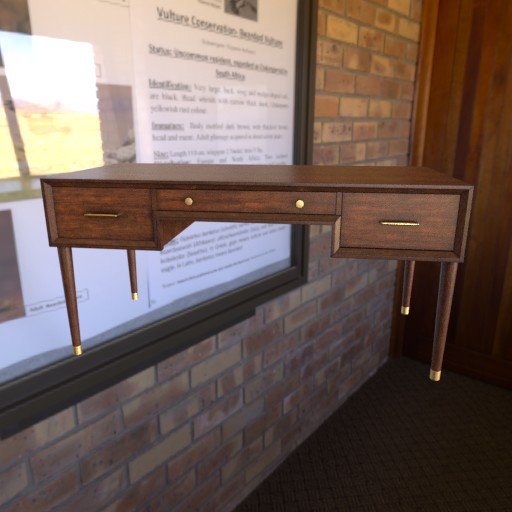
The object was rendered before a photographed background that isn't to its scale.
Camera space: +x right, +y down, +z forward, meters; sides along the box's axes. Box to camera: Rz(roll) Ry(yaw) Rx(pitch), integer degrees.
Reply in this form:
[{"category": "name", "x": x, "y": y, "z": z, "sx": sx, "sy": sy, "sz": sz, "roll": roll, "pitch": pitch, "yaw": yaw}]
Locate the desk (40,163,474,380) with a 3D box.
[{"category": "desk", "x": 0.000, "y": 0.000, "z": 2.032, "sx": 1.575, "sy": 0.762, "sz": 0.724, "roll": 2, "pitch": 17, "yaw": 7}]
